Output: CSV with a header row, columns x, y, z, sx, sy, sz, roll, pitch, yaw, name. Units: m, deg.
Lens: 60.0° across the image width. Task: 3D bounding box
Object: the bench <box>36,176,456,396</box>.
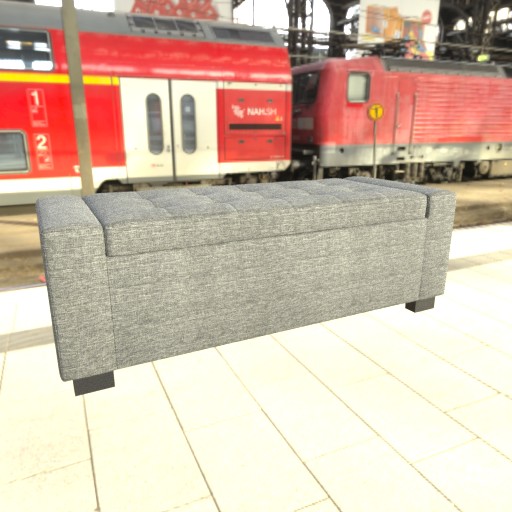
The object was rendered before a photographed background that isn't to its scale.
x,y,z,sx,sy,sz,roll,pitch,yaw,name
0.000,0.000,1.505,1.296,0.445,0.508,-8,18,-25,bench
